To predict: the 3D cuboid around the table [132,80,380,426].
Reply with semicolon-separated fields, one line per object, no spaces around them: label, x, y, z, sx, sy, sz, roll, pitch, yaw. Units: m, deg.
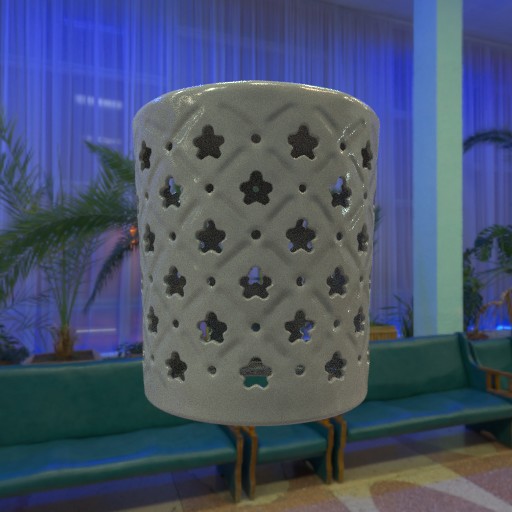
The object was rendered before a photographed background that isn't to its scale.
table;0.000;0.000;0.651;0.352;0.387;0.352;0;-1;0
